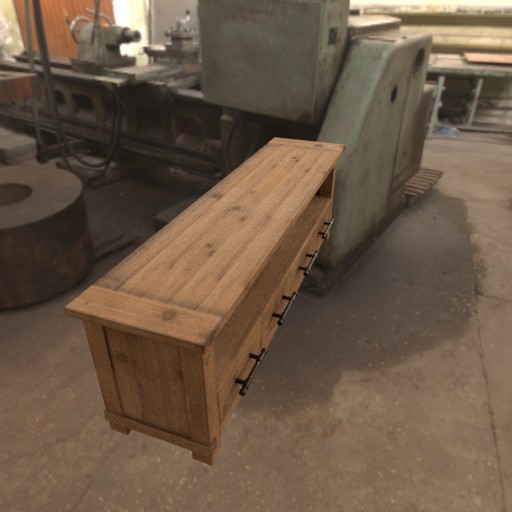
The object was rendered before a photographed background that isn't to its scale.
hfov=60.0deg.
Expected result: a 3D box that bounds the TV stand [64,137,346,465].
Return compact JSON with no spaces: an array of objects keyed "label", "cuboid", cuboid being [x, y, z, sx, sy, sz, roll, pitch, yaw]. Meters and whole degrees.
[{"label":"TV stand","cuboid":[0.000,0.000,2.028,0.453,0.573,1.804,11,32,18]}]
